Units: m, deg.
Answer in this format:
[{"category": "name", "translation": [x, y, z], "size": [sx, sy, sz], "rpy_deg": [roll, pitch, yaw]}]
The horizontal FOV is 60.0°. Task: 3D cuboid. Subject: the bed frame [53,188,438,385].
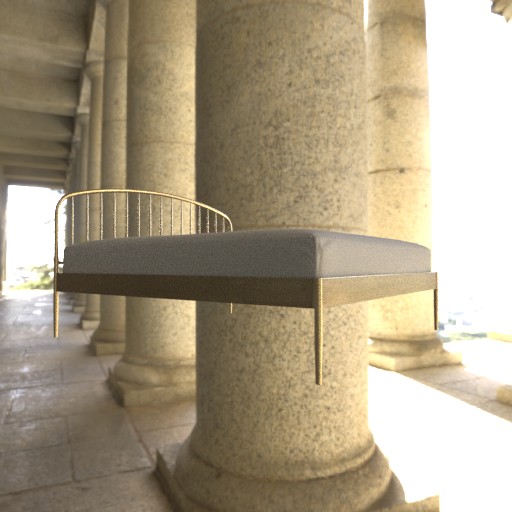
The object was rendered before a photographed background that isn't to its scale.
[{"category": "bed frame", "translation": [0.000, 0.000, 3.372], "size": [2.152, 1.174, 2.016], "rpy_deg": [-1, -1, 36]}]
